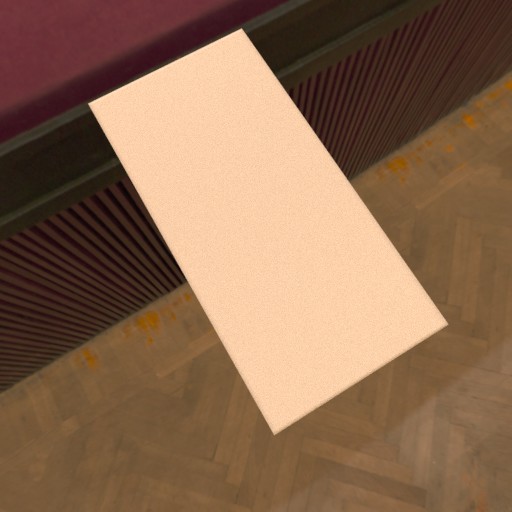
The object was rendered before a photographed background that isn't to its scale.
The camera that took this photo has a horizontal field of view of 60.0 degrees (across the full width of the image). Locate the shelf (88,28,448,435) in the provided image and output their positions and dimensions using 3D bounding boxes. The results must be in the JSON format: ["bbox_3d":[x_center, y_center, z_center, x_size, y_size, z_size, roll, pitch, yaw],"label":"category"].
[{"bbox_3d":[0.000,0.000,1.291,0.390,0.786,0.790,-30,77,-8],"label":"shelf"}]
